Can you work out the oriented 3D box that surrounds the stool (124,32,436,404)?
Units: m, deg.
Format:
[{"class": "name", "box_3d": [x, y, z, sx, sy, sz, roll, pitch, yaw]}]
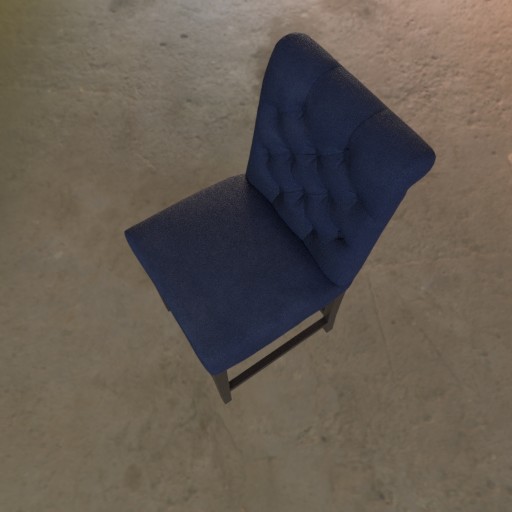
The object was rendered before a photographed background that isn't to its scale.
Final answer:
[{"class": "stool", "box_3d": [0.000, 0.000, 1.321, 0.601, 1.010, 0.493, -31, 67, -15]}]
